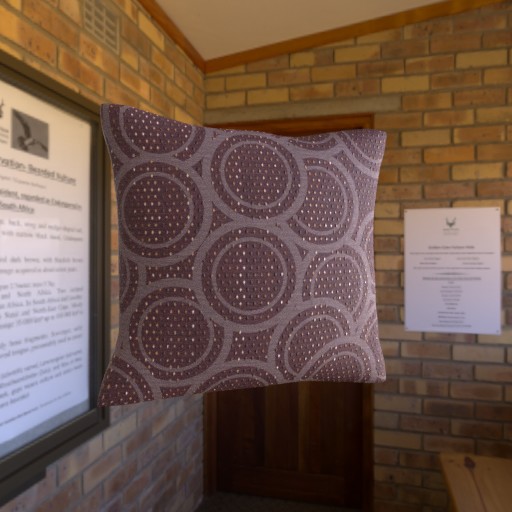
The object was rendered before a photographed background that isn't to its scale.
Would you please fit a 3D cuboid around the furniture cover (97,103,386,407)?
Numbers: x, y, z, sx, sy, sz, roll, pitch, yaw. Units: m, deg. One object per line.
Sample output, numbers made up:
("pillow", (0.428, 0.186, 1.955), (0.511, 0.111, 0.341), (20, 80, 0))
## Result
("furniture cover", (0.000, 0.000, 0.819), (0.552, 0.509, 0.193), (0, 0, -18))
